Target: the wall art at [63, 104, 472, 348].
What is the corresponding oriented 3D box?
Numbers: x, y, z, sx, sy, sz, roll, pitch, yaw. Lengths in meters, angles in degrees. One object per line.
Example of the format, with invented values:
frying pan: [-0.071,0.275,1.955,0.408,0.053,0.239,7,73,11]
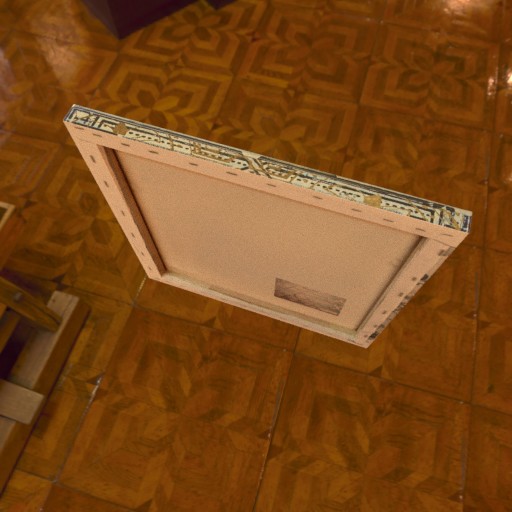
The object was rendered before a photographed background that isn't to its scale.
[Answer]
wall art: [0.000,0.000,0.908,0.609,0.607,0.036,17,65,8]
